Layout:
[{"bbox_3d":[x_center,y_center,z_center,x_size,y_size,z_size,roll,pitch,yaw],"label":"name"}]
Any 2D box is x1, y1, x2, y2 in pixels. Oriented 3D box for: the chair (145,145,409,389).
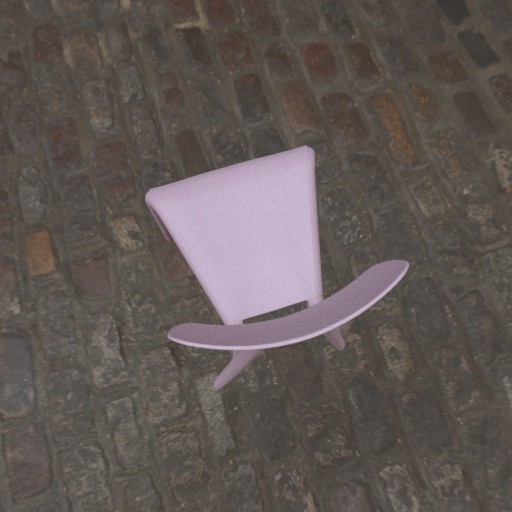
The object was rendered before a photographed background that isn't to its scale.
[{"bbox_3d":[0.000,0.000,0.801,0.356,0.580,0.401,-17,75,-5],"label":"chair"}]
